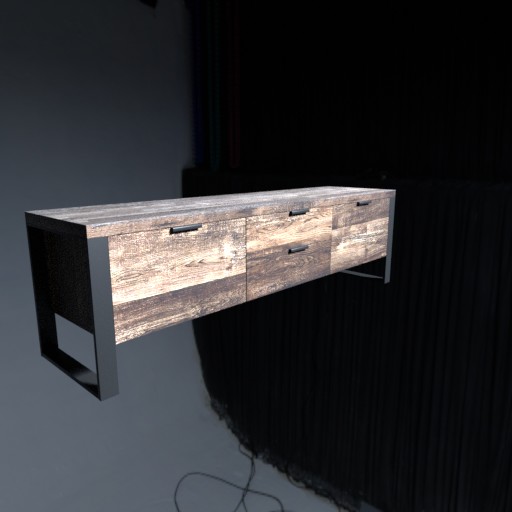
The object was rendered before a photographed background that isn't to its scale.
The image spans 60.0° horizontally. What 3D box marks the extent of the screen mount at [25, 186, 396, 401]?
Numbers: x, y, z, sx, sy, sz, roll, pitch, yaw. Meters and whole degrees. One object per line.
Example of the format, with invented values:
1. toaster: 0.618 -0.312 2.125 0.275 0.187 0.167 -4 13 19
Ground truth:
1. screen mount: 0.000 0.000 1.735 0.395 0.450 1.524 12 17 42
